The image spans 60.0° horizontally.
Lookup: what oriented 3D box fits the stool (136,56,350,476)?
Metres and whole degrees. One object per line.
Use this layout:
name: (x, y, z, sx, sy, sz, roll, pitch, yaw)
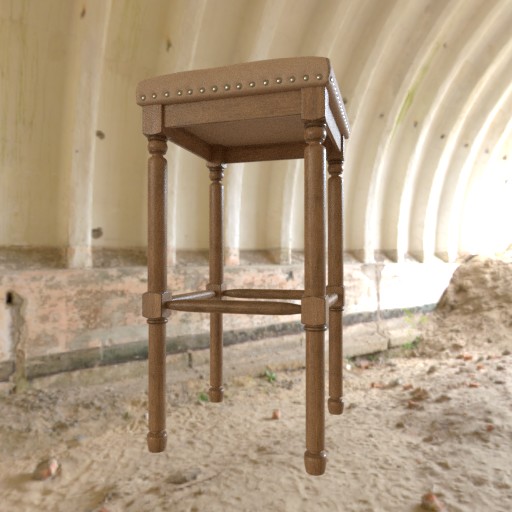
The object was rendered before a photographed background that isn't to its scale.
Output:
stool: (0.000, 0.000, 0.986, 0.382, 0.768, 0.383, 0, 0, 17)
